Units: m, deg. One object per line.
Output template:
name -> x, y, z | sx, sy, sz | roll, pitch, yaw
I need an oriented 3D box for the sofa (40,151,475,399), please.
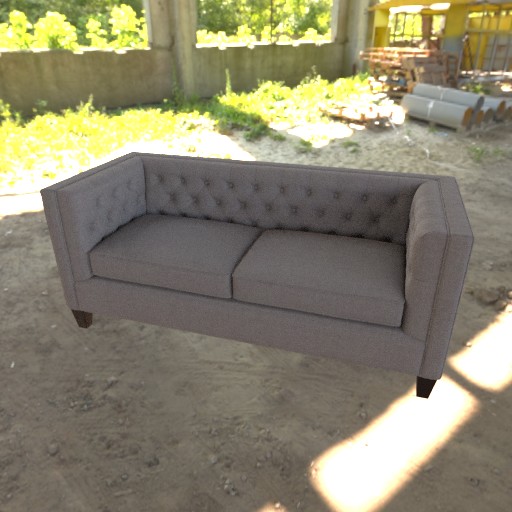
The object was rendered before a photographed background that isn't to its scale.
sofa -> 0.000, 0.000, 2.212 | 1.778, 0.762, 0.775 | 8, 28, 15
